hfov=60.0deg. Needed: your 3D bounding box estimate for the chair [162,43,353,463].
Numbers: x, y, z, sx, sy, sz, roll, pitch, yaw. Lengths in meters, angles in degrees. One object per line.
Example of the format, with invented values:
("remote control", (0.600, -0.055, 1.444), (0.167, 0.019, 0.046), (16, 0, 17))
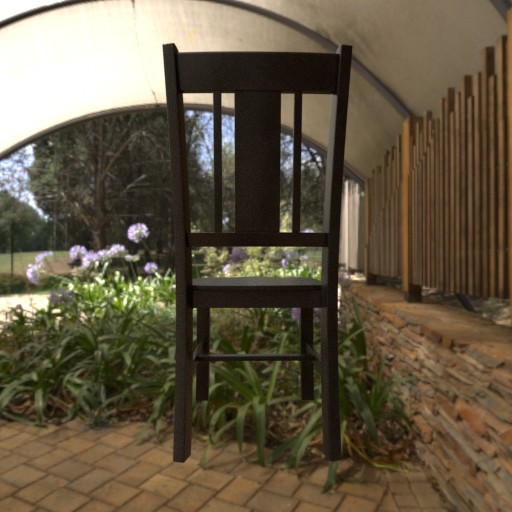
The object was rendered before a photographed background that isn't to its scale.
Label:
("chair", (0.000, 0.000, 1.297), (0.450, 0.998, 0.555), (0, 0, -1))
